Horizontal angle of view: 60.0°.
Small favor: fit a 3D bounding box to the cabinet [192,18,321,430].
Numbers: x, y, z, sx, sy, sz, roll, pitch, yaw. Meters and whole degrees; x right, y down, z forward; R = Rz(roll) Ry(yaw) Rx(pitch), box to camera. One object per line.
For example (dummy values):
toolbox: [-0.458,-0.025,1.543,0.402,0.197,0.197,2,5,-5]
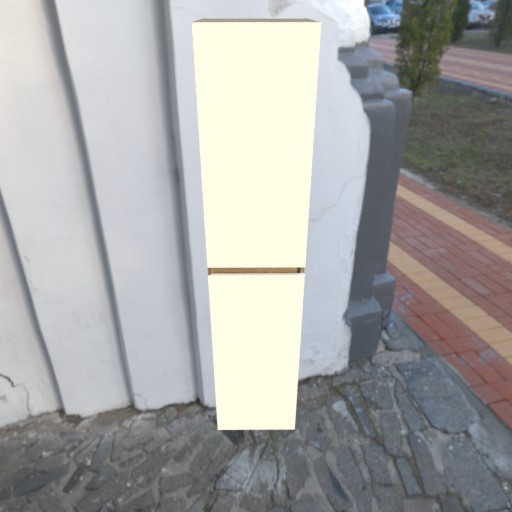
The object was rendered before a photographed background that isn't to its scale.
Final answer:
cabinet: [0.000,0.000,1.490,0.300,1.400,0.270,0,30,0]
